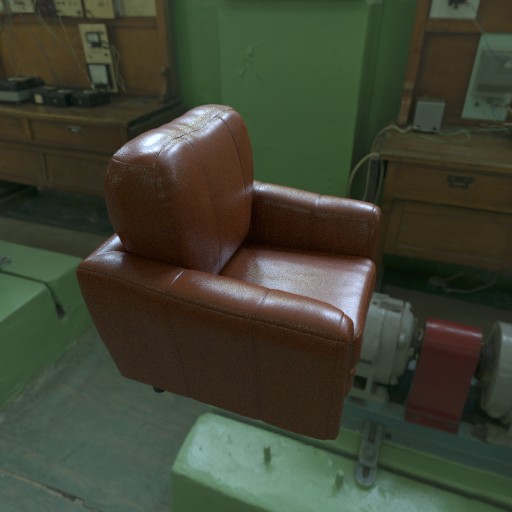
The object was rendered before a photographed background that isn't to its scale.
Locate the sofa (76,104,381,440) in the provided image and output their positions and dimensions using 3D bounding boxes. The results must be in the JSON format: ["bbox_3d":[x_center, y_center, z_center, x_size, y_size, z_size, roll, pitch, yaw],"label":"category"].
[{"bbox_3d":[0.000,0.000,1.499,0.789,0.876,0.836,10,33,16],"label":"sofa"}]
